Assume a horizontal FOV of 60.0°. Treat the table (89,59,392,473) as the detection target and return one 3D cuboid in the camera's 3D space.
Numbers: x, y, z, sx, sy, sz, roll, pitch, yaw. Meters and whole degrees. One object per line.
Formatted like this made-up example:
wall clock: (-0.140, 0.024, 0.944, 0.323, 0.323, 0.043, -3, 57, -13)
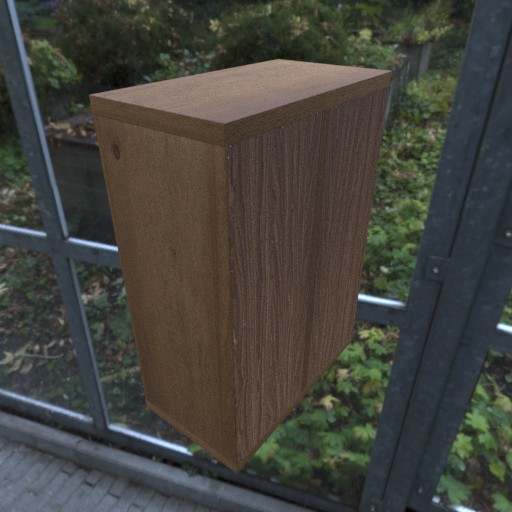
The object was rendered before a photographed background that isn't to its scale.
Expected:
table: (0.000, 0.000, 1.737, 0.524, 1.294, 0.901, 22, 37, 32)
